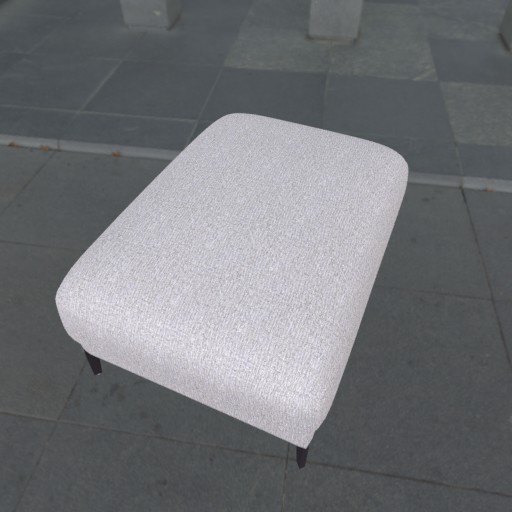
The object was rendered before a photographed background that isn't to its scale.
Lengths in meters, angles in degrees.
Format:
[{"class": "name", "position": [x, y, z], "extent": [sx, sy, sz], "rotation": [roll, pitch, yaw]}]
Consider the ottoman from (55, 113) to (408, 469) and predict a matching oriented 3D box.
[{"class": "ottoman", "position": [0.000, 0.000, 1.078], "extent": [0.568, 0.420, 0.772], "rotation": [18, 49, 16]}]
